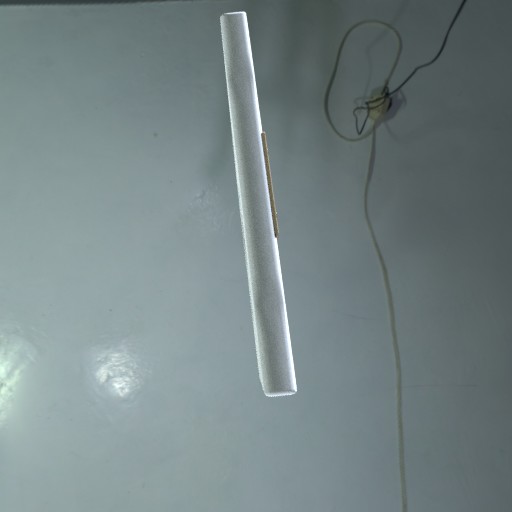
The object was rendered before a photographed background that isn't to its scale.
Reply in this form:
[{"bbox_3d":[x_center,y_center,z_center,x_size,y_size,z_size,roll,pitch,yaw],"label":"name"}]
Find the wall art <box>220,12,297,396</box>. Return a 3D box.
[{"bbox_3d":[0.000,0.000,1.088,0.048,0.902,0.602,-7,76,-2],"label":"wall art"}]
